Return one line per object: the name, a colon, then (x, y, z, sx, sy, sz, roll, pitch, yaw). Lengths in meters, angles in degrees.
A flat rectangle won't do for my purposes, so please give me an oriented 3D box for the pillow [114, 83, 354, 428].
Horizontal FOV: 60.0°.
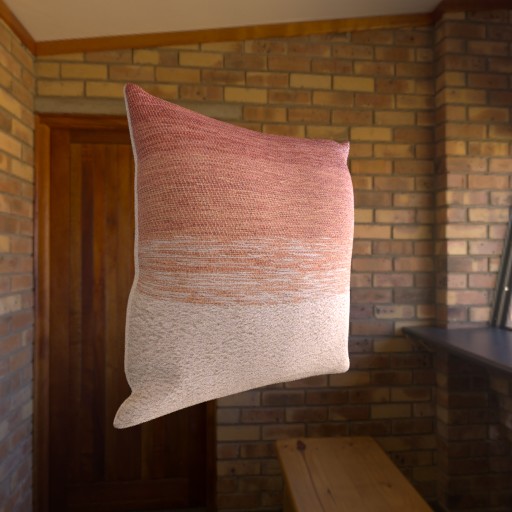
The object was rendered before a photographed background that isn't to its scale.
pillow: (0.000, 0.000, 0.688, 0.440, 0.441, 0.182, 0, 0, -37)
